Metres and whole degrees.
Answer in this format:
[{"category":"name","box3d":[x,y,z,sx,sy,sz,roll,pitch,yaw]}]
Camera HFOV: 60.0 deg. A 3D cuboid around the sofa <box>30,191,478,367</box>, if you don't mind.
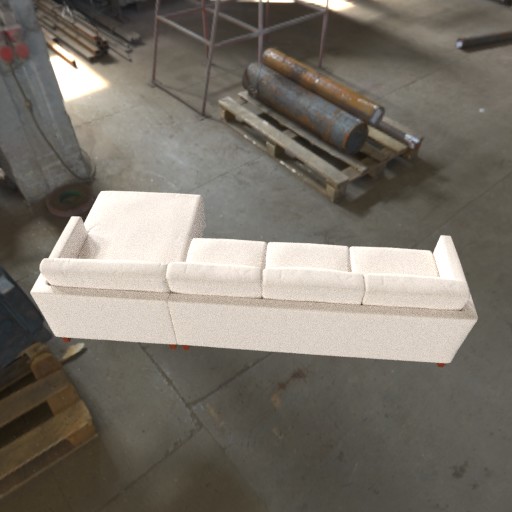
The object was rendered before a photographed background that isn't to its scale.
[{"category":"sofa","box3d":[0.000,0.000,4.114,3.471,0.954,1.606,3,47,3]}]
